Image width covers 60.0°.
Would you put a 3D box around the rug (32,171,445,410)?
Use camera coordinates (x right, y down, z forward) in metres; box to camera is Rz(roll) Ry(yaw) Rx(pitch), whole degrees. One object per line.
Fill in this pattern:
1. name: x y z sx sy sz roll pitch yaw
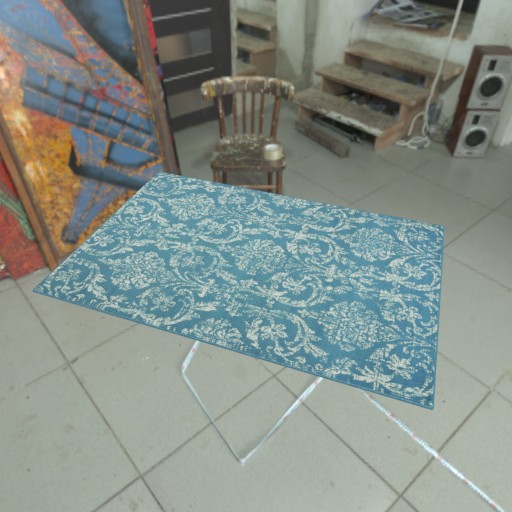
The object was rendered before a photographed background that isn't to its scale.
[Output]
1. rug: 0.000 0.000 3.459 2.746 0.018 1.816 13 42 15
